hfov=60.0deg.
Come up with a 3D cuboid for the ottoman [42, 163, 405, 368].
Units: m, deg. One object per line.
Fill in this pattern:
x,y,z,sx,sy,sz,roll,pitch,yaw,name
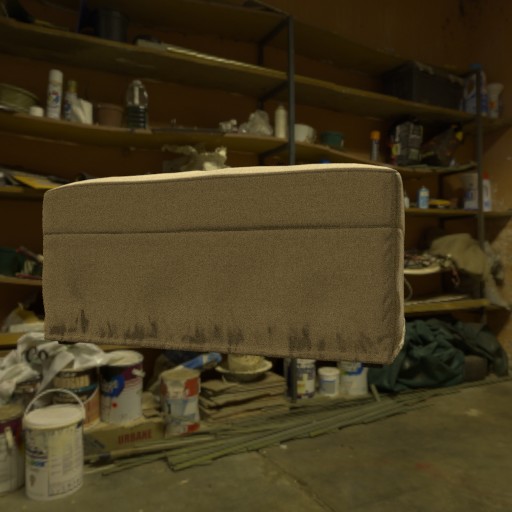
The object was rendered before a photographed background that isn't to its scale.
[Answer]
0.000,0.000,1.322,0.843,0.436,0.840,0,0,19,ottoman
